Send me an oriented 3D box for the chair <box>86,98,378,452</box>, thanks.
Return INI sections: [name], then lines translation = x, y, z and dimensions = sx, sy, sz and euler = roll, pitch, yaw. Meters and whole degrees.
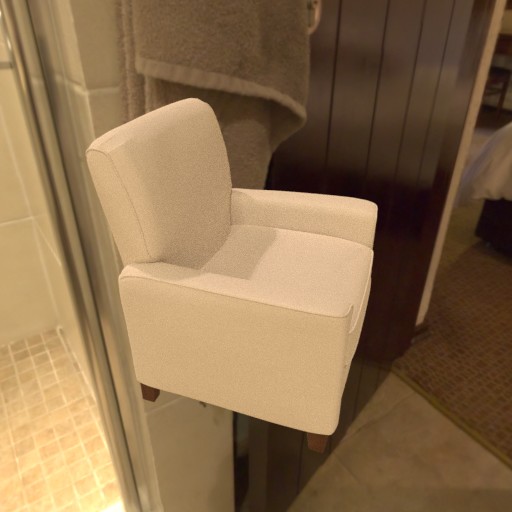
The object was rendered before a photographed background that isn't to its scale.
[chair]
translation = 0.000, 0.000, 1.684
dimensions = 0.858, 1.028, 0.841
euler = 10, 32, 16
